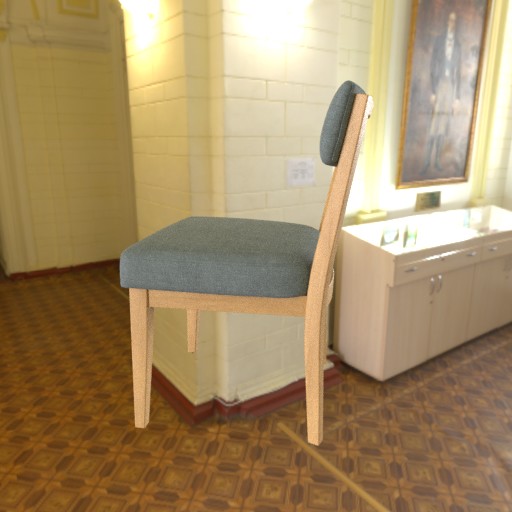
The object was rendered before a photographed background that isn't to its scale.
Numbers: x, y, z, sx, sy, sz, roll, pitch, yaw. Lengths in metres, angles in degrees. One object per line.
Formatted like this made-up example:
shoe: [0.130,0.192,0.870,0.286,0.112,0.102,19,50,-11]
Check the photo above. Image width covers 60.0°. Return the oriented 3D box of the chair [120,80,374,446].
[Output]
chair: [0.000,0.000,1.209,0.572,0.832,0.508,2,14,10]
